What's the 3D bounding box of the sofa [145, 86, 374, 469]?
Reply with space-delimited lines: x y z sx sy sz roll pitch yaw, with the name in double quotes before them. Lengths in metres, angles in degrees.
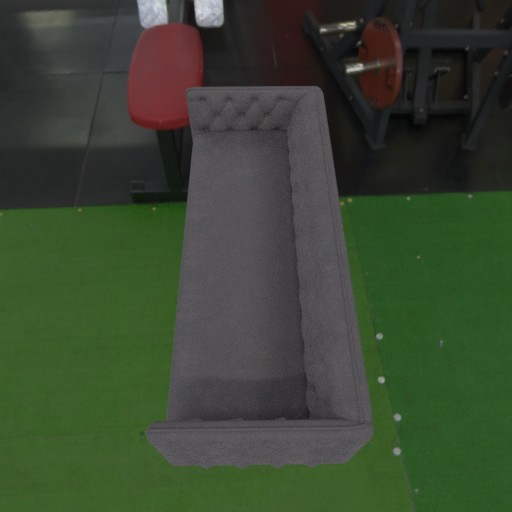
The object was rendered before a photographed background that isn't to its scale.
"sofa" 0.000 0.000 2.588 0.895 0.771 2.209 -1 56 0
